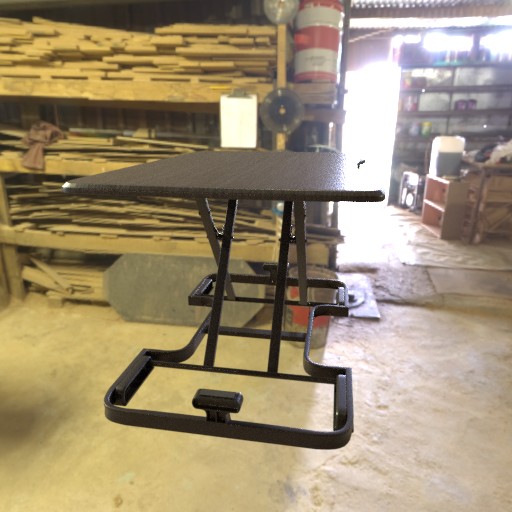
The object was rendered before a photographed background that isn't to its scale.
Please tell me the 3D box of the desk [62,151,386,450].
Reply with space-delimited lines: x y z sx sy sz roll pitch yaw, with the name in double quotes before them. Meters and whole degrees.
"desk" 0.000 0.000 1.141 0.546 0.470 0.820 3 17 10
